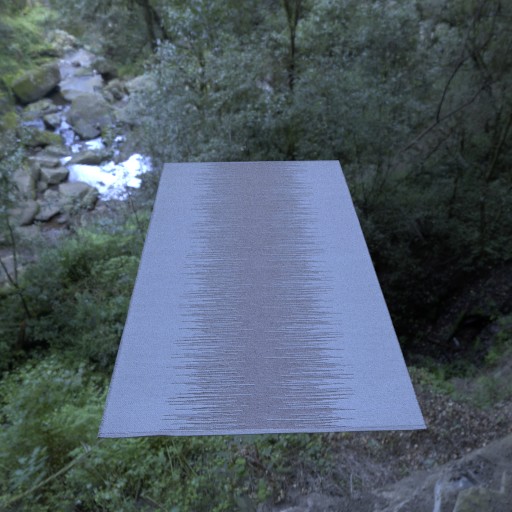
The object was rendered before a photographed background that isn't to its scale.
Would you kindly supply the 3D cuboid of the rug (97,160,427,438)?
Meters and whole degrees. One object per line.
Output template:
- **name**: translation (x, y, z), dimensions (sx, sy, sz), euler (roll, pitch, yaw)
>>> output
- **rug**: translation (0.000, 0.000, 2.938), dimensions (1.522, 0.012, 2.440), euler (-1, 42, -1)
